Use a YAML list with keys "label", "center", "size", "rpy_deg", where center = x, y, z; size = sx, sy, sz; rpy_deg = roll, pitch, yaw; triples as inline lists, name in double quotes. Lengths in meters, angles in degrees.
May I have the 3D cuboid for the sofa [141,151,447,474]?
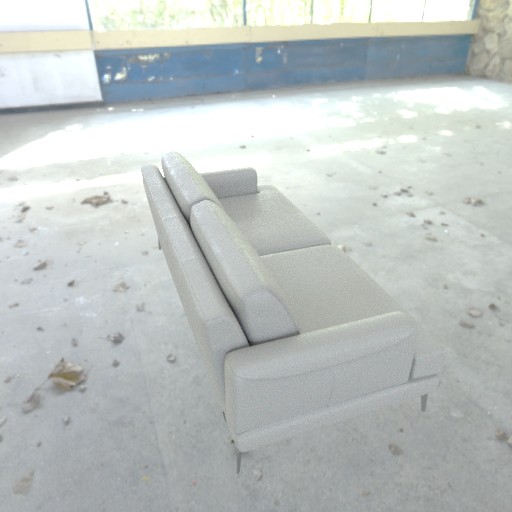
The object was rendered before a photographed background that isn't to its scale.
- label: "sofa"
  center: [0.000, 0.000, 2.414]
  size: [0.974, 0.765, 1.940]
  rpy_deg: [-10, 32, -17]
